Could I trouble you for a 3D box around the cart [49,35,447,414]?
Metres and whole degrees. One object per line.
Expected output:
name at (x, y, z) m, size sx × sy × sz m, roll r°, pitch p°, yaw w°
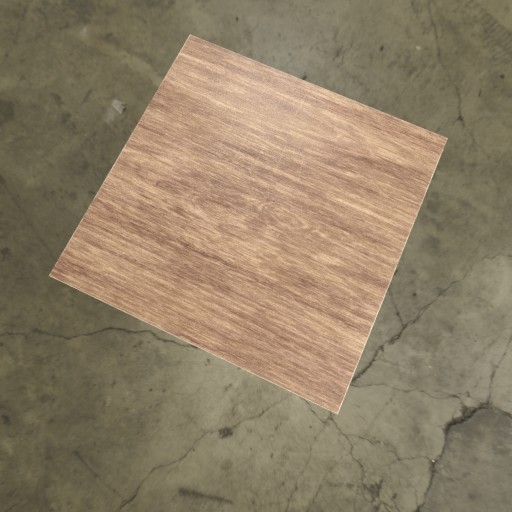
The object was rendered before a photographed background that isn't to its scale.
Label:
cart at (0.000, 0.000, 1.139) m, size 0.521 × 0.762 × 0.520 m, roll 24°, pitch 78°, yaw 6°
